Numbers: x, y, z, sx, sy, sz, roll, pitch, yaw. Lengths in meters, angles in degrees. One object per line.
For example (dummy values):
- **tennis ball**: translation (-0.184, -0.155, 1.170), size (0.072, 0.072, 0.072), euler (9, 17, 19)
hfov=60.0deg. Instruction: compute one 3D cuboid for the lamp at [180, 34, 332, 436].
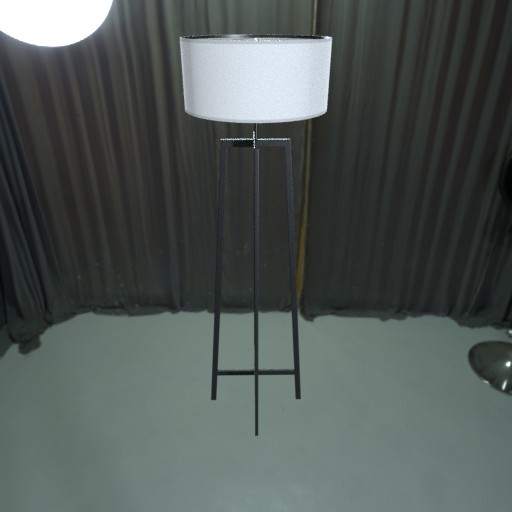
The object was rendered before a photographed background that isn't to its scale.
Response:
- **lamp**: translation (0.000, 0.000, 1.704), size (0.457, 1.510, 0.456), euler (0, 28, -1)
